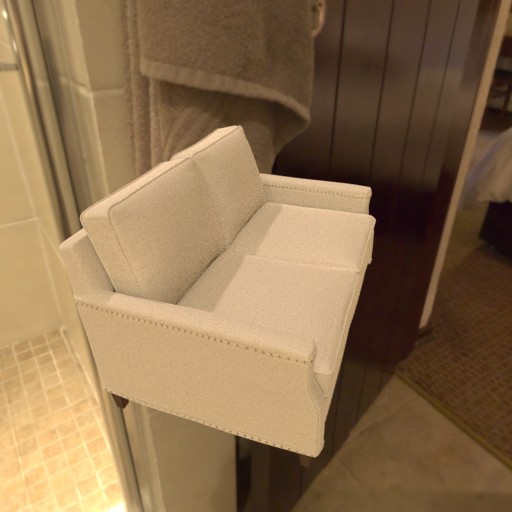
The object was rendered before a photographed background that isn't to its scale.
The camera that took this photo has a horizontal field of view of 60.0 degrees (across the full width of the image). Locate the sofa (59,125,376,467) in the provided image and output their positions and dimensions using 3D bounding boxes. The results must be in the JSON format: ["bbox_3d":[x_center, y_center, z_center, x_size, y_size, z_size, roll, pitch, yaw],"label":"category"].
[{"bbox_3d":[0.000,0.000,2.301,1.084,1.003,1.597,10,32,17],"label":"sofa"}]
